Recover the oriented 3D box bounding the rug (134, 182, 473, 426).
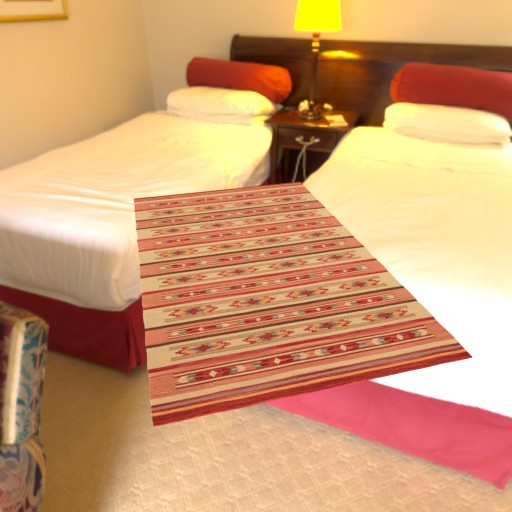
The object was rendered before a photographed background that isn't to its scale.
[{"bbox_3d":[0.000,0.000,2.992,1.535,0.010,2.431,-8,31,-13],"label":"rug"}]
